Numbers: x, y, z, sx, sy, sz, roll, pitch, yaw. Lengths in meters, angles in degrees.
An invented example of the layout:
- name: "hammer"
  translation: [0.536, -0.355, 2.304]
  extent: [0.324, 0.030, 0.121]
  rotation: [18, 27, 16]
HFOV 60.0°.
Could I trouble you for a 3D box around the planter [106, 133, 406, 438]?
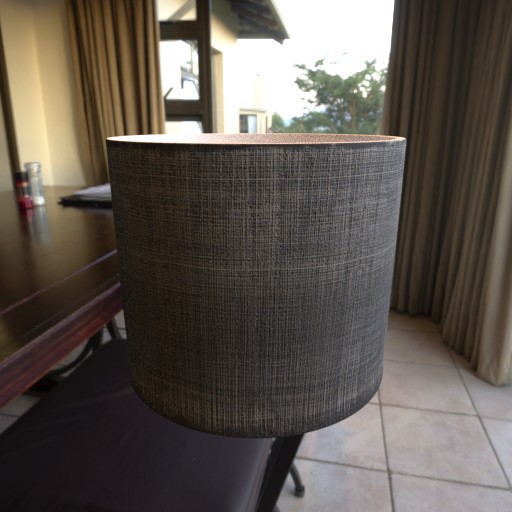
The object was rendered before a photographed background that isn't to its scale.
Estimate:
- name: "planter"
  translation: [0.000, 0.000, 0.425]
  extent: [0.254, 0.221, 0.254]
  rotation: [0, 17, 0]
